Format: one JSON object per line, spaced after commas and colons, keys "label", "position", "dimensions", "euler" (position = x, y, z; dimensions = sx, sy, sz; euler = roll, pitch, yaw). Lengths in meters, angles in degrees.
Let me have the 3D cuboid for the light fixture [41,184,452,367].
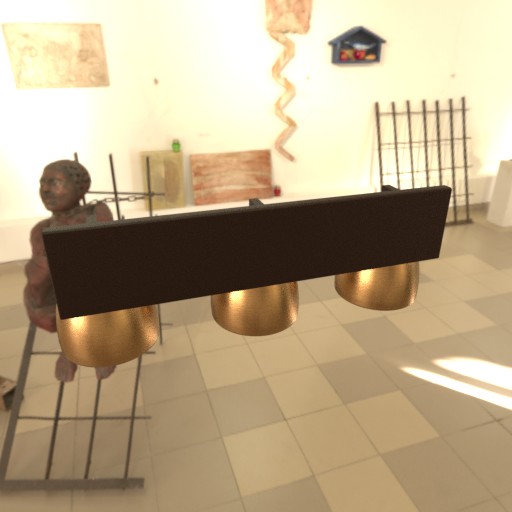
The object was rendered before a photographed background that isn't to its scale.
{"label": "light fixture", "position": [0.000, 0.000, 0.666], "dimensions": [0.582, 0.204, 0.157], "euler": [-8, 26, -17]}
